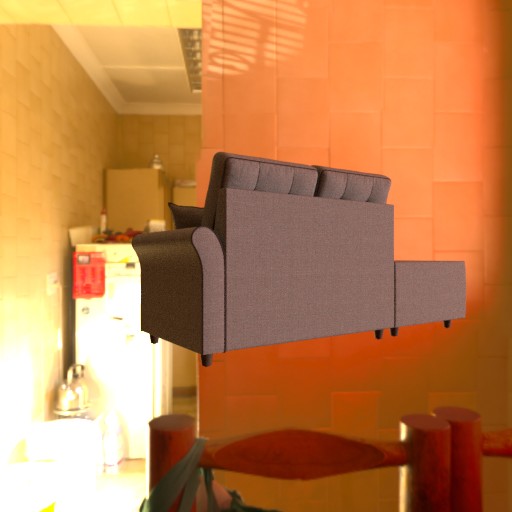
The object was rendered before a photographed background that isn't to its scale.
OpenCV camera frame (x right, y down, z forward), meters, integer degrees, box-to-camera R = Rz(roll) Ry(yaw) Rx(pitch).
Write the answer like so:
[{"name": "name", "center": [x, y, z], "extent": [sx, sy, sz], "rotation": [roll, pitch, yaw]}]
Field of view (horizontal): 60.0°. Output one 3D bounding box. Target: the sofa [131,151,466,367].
[{"name": "sofa", "center": [0.000, 0.000, 3.290], "extent": [2.070, 0.988, 2.068], "rotation": [0, 0, -34]}]
